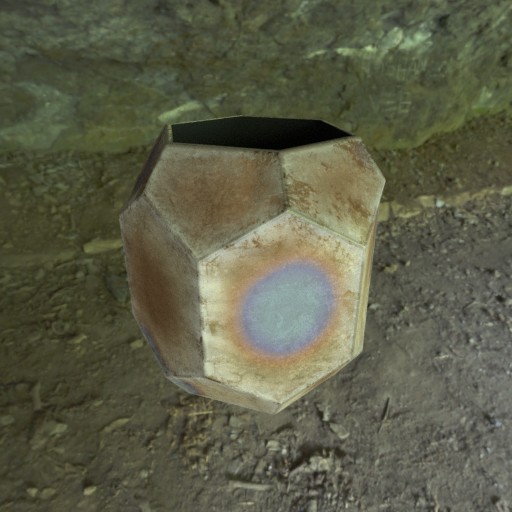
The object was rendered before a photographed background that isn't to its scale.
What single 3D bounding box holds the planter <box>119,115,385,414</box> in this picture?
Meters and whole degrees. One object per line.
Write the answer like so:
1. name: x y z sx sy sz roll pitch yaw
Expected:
1. planter: 0.000 0.000 0.428 0.221 0.238 0.243 8 27 17
